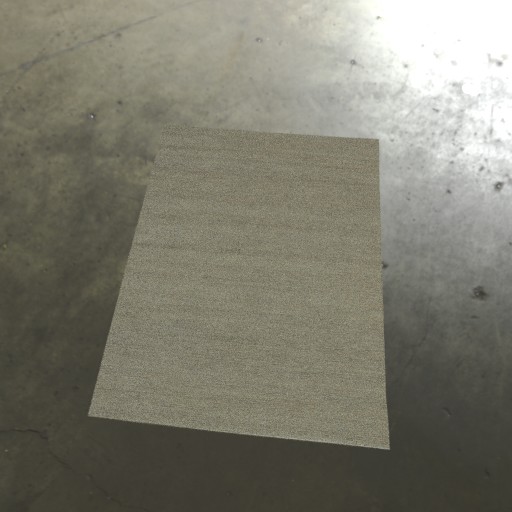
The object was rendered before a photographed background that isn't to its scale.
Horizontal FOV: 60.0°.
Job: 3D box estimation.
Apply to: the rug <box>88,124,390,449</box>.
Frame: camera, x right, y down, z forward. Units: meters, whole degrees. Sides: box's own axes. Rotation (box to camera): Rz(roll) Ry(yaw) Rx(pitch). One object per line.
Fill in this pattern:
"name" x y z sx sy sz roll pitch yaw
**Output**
"rug" 0.000 0.000 4.820 2.757 0.051 3.626 5 63 3
